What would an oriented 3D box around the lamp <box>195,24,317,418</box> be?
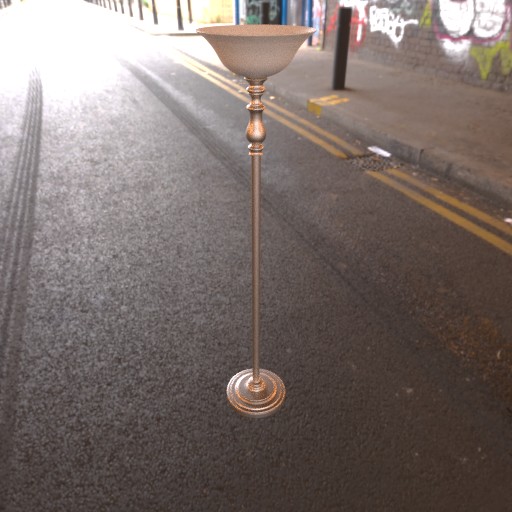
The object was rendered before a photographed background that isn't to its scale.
[{"bbox_3d":[0.000,0.000,1.938,0.405,1.771,0.405,10,33,15],"label":"lamp"}]
